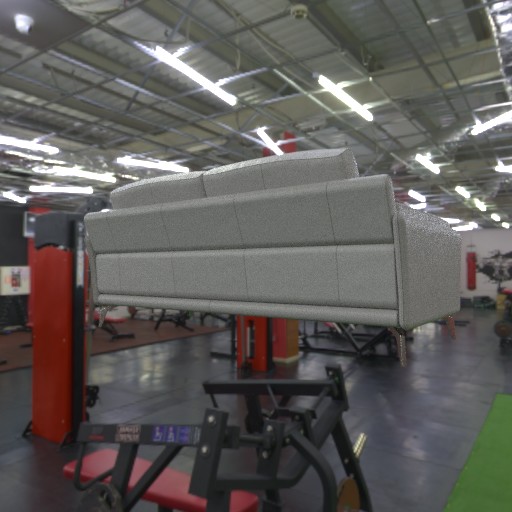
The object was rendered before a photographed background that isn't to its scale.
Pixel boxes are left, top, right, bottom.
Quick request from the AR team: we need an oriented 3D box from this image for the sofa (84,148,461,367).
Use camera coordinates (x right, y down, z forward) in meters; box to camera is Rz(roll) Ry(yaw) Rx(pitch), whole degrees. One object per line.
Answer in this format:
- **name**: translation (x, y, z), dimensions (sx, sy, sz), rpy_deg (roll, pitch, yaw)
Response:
- **sofa**: translation (0.000, 0.000, 2.674), dimensions (2.101, 0.930, 1.049), rpy_deg (-1, -2, 37)
